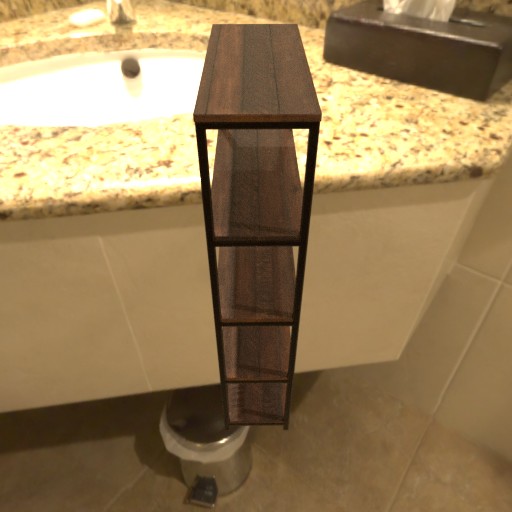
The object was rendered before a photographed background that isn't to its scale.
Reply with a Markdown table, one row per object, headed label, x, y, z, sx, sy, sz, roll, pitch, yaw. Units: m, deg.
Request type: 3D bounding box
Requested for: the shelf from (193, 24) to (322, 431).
| label | x | y | z | sx | sy | sz | roll | pitch | yaw |
| --- | --- | --- | --- | --- | --- | --- | --- | --- | --- |
| shelf | 0.000 | 0.000 | 2.179 | 0.359 | 1.860 | 0.874 | 0 | 42 | 0 |
